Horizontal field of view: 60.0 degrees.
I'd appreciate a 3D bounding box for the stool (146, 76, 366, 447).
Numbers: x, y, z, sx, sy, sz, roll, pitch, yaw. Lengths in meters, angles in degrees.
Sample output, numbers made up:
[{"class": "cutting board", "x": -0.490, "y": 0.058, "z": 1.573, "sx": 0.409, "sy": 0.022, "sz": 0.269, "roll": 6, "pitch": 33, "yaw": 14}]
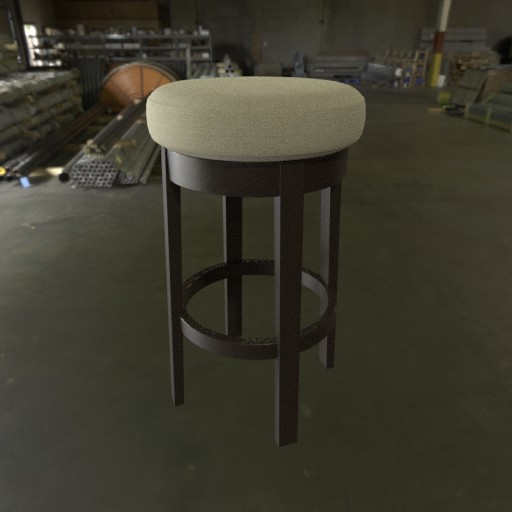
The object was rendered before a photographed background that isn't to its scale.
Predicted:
[{"class": "stool", "x": 0.000, "y": 0.000, "z": 1.028, "sx": 0.446, "sy": 0.758, "sz": 0.446, "roll": 0, "pitch": 26, "yaw": 0}]
